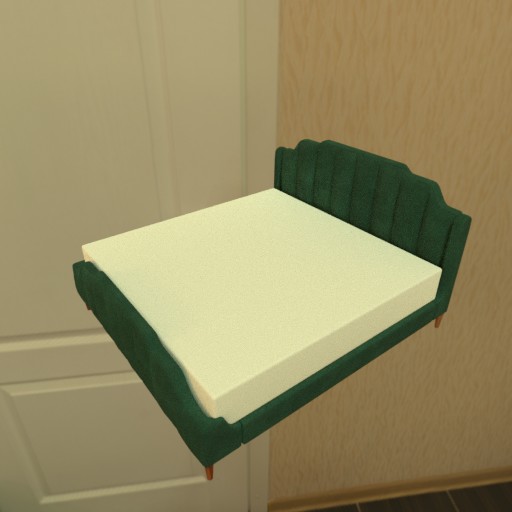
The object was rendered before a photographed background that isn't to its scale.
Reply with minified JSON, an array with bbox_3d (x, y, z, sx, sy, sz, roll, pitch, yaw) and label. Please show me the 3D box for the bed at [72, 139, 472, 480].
[{"bbox_3d":[0.000,0.000,3.469,2.340,1.245,2.074,-21,37,-31],"label":"bed"}]
